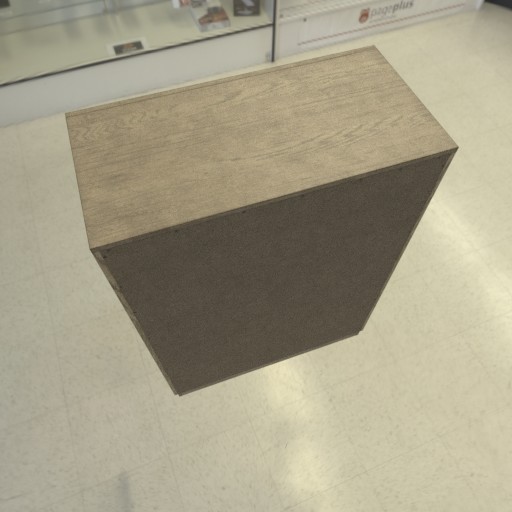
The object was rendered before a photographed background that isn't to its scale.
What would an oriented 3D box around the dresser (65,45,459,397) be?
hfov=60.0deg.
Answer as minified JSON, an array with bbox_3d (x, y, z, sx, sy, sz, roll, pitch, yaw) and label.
[{"bbox_3d":[0.000,0.000,1.753,0.967,1.295,0.483,-17,59,-10],"label":"dresser"}]
